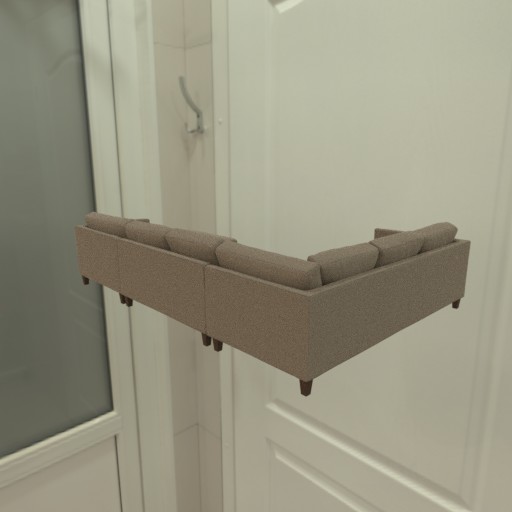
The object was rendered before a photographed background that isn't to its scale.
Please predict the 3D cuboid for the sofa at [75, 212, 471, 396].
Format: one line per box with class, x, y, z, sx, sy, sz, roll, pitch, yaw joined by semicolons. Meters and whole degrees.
sofa;0.000;0.000;4.681;2.424;0.865;3.438;-13;18;-42
